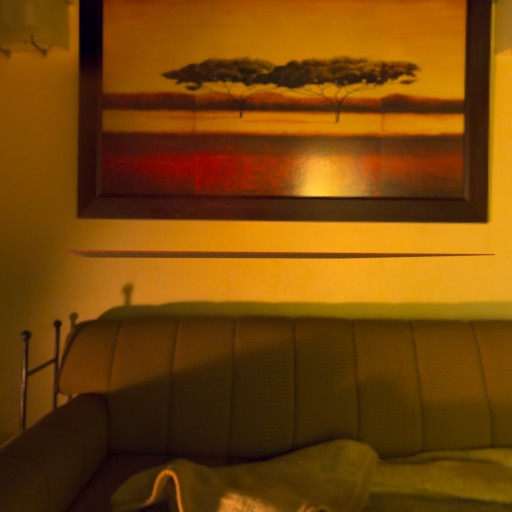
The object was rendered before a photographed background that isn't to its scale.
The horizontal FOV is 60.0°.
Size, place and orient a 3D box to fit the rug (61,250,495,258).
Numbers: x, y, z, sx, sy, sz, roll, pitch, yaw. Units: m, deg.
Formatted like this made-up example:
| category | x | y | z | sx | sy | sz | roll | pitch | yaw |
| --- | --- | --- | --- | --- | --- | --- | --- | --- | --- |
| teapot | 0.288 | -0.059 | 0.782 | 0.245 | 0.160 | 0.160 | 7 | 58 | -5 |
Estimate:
| category | x | y | z | sx | sy | sz | roll | pitch | yaw |
| --- | --- | --- | --- | --- | --- | --- | --- | --- | --- |
| rug | 0.000 | 0.000 | 3.865 | 2.929 | 0.012 | 2.300 | 0 | -1 | -19 |
